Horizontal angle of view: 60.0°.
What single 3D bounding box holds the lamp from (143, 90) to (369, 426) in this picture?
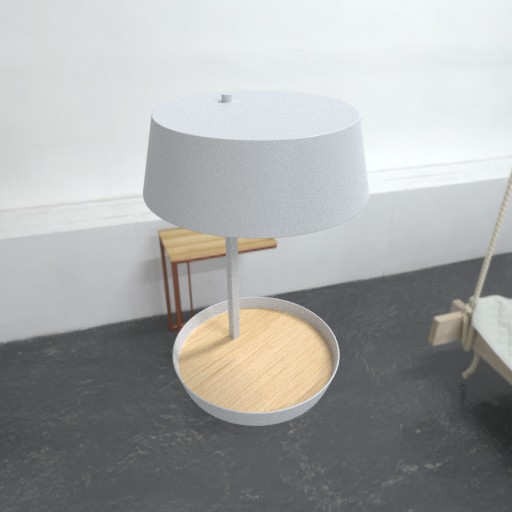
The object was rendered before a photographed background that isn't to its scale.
[{"bbox_3d":[0.000,0.000,0.639,0.291,0.429,0.291,0,31,0],"label":"lamp"}]
